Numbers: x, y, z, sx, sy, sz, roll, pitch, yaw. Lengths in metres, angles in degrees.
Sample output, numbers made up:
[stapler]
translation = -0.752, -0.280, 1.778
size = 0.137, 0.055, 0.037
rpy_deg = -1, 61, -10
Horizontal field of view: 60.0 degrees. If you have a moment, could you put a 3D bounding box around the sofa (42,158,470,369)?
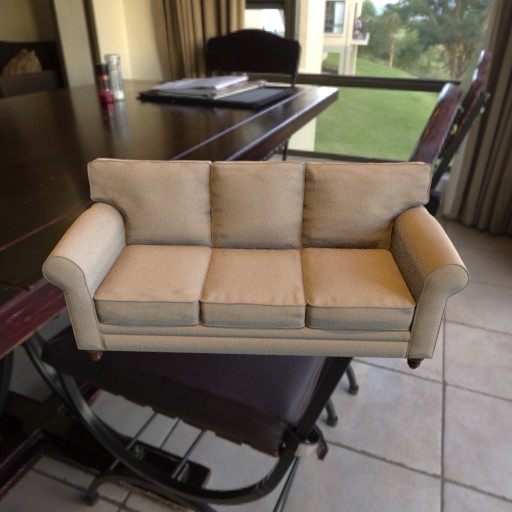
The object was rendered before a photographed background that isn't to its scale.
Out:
[sofa]
translation = 0.000, 0.000, 2.571
size = 2.084, 0.961, 0.916
rpy_deg = 1, 29, 2
